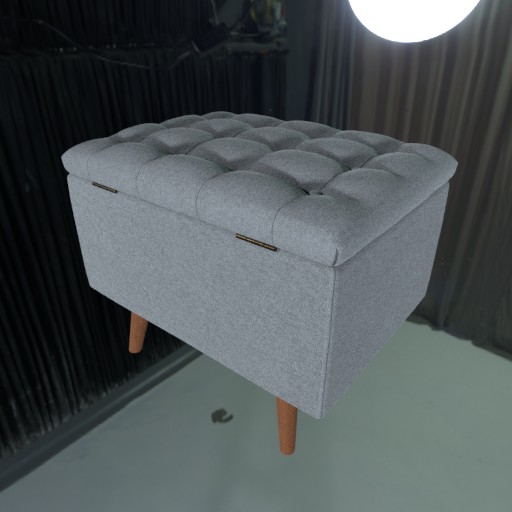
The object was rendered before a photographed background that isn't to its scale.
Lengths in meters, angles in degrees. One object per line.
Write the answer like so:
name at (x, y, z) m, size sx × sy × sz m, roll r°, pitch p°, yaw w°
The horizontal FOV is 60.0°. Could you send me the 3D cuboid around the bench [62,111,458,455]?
bench at (0.000, 0.000, 0.867) m, size 0.572 × 0.469 × 0.417 m, roll 21°, pitch 35°, yaw 33°
